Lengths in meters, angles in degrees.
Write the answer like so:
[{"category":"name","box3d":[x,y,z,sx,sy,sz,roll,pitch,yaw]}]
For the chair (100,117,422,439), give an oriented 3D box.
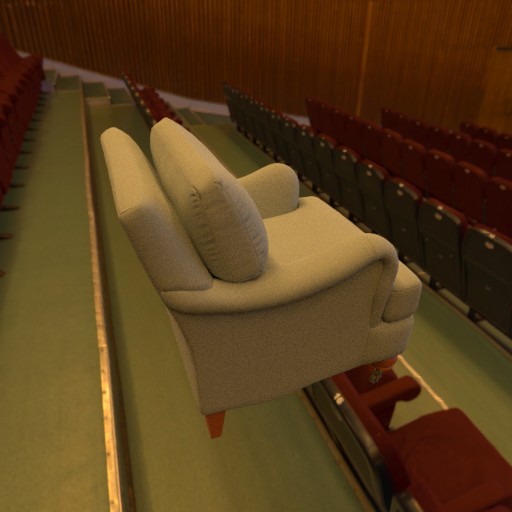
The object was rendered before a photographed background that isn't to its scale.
[{"category":"chair","box3d":[0.000,0.000,1.874,1.070,1.038,0.955,-10,31,-17]}]
